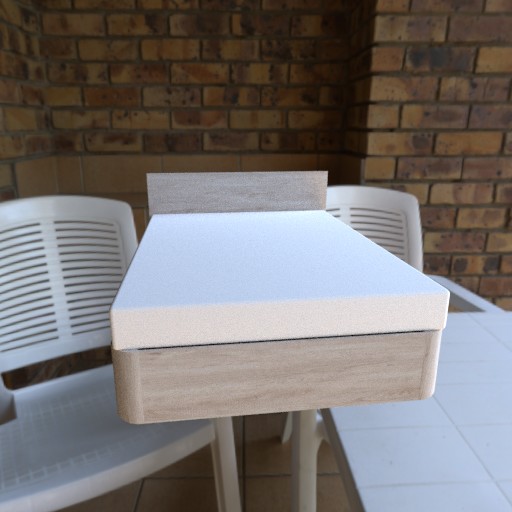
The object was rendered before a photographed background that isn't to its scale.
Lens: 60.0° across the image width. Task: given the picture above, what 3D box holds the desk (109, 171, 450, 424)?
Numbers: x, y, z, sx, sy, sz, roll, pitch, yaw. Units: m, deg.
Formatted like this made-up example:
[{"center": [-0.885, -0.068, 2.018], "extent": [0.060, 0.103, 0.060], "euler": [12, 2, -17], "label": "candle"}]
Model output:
[{"center": [0.000, 0.000, 2.637], "extent": [1.400, 0.800, 1.900], "euler": [-2, 16, -8], "label": "desk"}]
